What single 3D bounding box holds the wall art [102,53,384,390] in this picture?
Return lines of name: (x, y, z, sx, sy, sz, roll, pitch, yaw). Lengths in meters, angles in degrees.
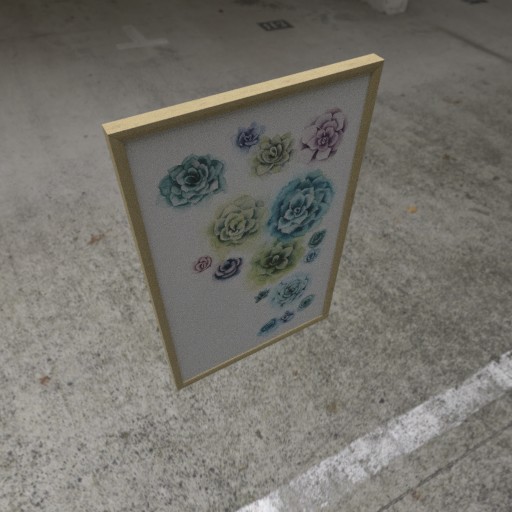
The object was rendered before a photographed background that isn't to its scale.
wall art: (0.000, 0.000, 1.023, 0.510, 0.810, 0.039, -22, 51, -19)
